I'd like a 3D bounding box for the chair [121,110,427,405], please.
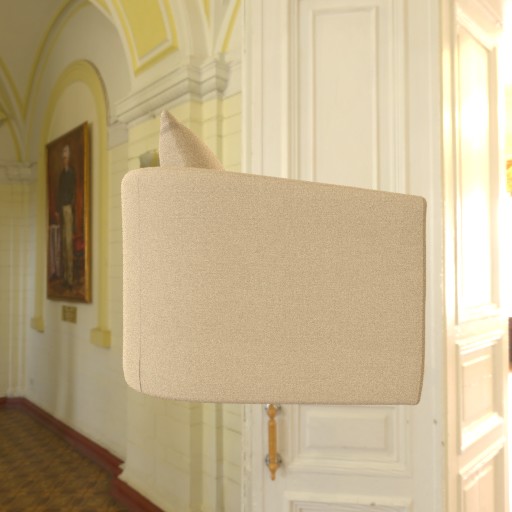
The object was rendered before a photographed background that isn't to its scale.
[{"bbox_3d":[0.000,0.000,1.562,0.910,0.848,0.845,0,-1,1],"label":"chair"}]
